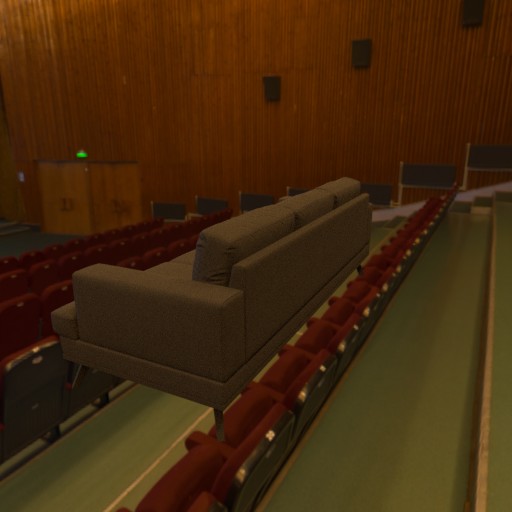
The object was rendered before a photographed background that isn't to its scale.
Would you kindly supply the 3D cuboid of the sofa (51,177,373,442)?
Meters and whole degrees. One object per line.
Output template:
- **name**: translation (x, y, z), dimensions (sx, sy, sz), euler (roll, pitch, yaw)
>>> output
- **sofa**: translation (0.000, 0.000, 2.761), dimensions (0.920, 0.810, 2.310), euler (8, 19, 26)
